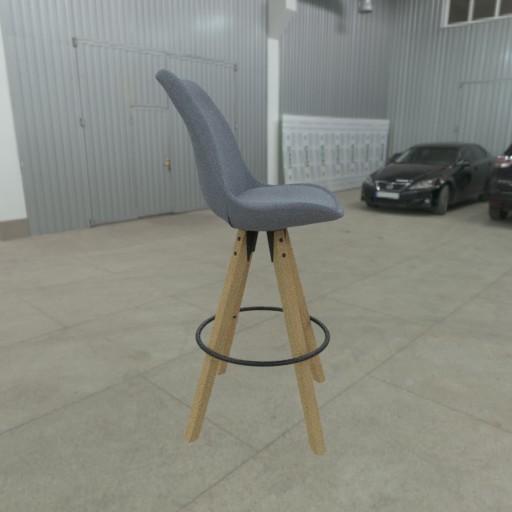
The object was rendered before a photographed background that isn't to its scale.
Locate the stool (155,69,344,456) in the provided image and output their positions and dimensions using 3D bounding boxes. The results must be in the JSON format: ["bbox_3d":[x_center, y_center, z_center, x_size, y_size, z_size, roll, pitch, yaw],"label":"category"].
[{"bbox_3d":[0.000,0.000,1.449,0.550,1.115,0.485,2,15,8],"label":"stool"}]
